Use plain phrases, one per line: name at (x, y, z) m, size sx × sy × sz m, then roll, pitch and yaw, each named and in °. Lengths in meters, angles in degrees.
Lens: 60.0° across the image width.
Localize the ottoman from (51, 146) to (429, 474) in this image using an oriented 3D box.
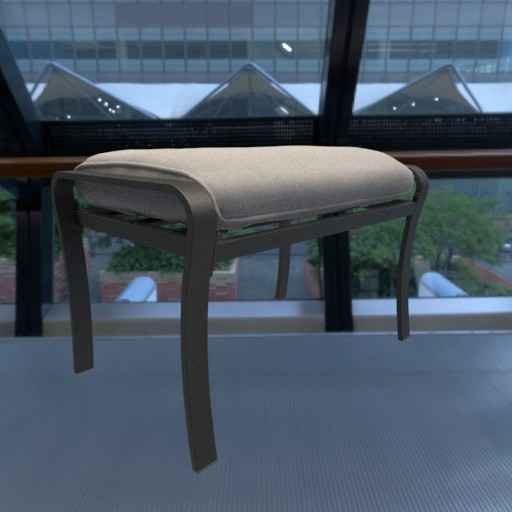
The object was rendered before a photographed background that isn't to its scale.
ottoman at (0.000, 0.000, 0.879) m, size 0.406 × 0.422 × 0.610 m, roll 14°, pitch 20°, yaw 43°
